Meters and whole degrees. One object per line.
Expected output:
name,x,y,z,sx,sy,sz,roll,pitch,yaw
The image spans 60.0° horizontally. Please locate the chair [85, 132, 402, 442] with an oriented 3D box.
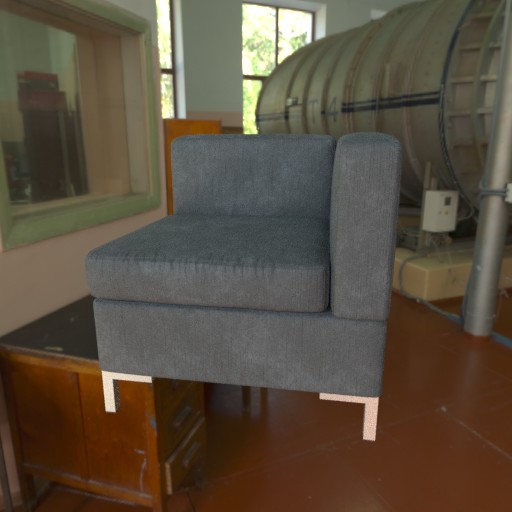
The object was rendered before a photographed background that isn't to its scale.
chair,0.000,0.000,1.234,0.680,0.660,0.680,3,15,10
